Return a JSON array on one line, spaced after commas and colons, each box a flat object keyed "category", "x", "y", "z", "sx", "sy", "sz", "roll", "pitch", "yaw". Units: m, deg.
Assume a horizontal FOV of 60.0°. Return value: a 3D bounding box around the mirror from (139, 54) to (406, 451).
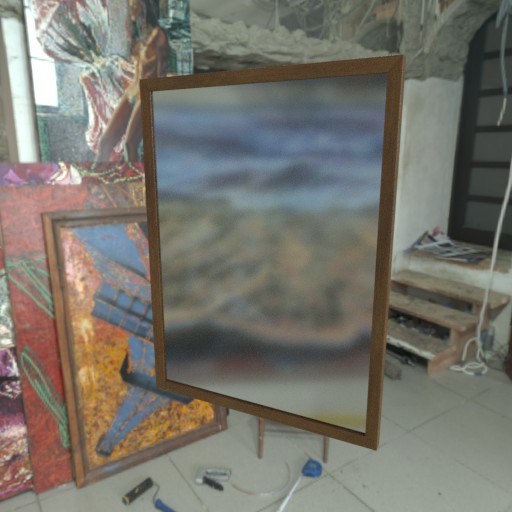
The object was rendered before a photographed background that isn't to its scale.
[{"category": "mirror", "x": 0.000, "y": 0.000, "z": 1.291, "sx": 0.762, "sy": 1.016, "sz": 0.040, "roll": 6, "pitch": 14, "yaw": 26}]
